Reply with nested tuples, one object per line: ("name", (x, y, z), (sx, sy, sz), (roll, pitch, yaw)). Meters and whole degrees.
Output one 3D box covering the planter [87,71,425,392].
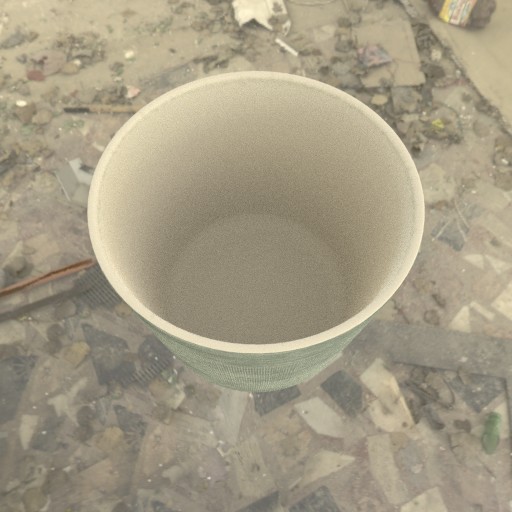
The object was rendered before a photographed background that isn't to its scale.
("planter", (0.000, 0.000, 0.762), (0.440, 0.398, 0.440), (0, 63, 0))
